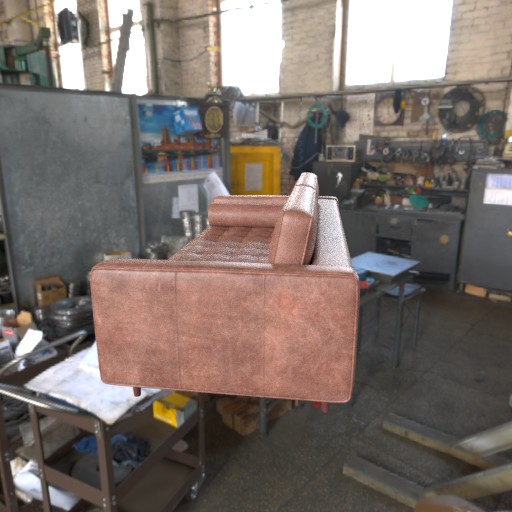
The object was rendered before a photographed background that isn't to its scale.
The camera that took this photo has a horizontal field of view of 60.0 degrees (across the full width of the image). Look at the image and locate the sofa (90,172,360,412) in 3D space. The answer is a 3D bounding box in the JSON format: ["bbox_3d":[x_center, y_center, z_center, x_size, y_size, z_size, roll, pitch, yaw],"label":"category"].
[{"bbox_3d":[0.000,0.000,2.335,0.910,0.760,1.870,2,15,8],"label":"sofa"}]
